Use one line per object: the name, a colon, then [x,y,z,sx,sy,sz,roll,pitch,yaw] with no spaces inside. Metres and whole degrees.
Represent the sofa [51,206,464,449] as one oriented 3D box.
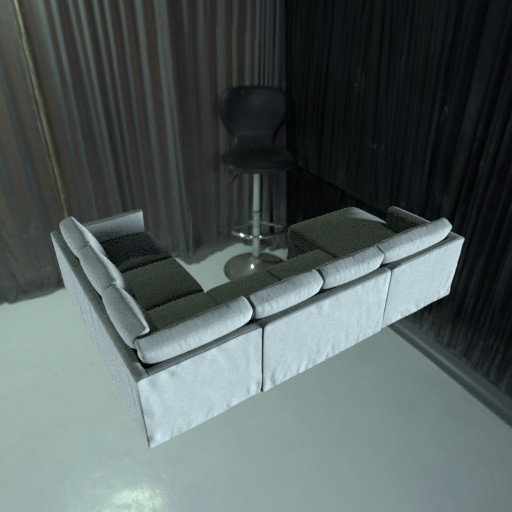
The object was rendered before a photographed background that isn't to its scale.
sofa: [0.000,0.000,4.589,3.434,0.869,2.440,-19,36,-28]
